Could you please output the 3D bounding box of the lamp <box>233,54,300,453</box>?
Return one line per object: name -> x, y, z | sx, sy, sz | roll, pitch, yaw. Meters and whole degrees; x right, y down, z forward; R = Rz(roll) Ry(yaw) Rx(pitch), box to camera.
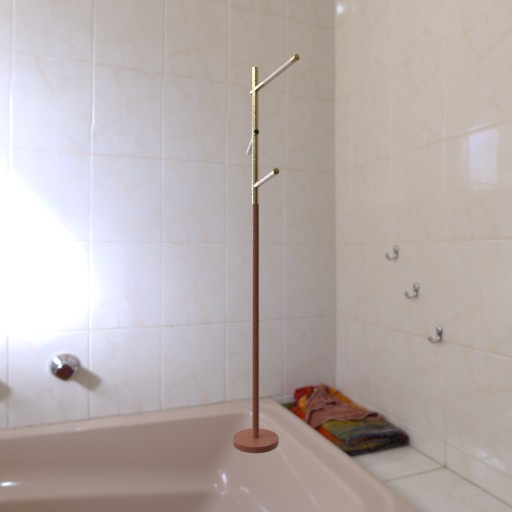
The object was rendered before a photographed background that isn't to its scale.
lamp -> 0.000, 0.000, 2.011 | 0.209, 1.704, 0.737 | 0, 0, -20
